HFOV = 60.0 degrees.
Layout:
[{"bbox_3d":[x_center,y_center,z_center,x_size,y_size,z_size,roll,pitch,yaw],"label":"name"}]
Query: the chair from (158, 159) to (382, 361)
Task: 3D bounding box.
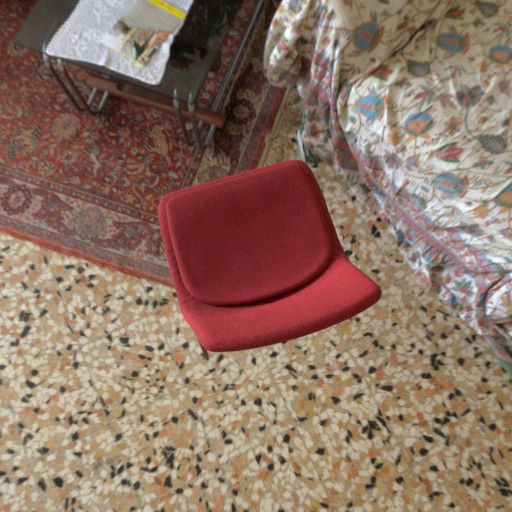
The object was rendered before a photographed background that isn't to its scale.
[{"bbox_3d":[0.000,0.000,1.180,0.479,0.858,0.518,-16,75,-4],"label":"chair"}]
